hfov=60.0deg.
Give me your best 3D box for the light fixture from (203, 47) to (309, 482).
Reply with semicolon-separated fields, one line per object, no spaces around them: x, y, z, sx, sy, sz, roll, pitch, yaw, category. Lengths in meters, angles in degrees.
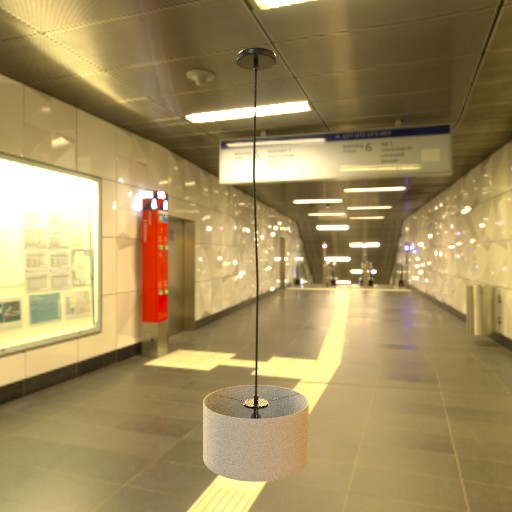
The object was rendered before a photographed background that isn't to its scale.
0.000;0.000;1.686;0.399;1.516;0.399;0;0;0;light fixture
